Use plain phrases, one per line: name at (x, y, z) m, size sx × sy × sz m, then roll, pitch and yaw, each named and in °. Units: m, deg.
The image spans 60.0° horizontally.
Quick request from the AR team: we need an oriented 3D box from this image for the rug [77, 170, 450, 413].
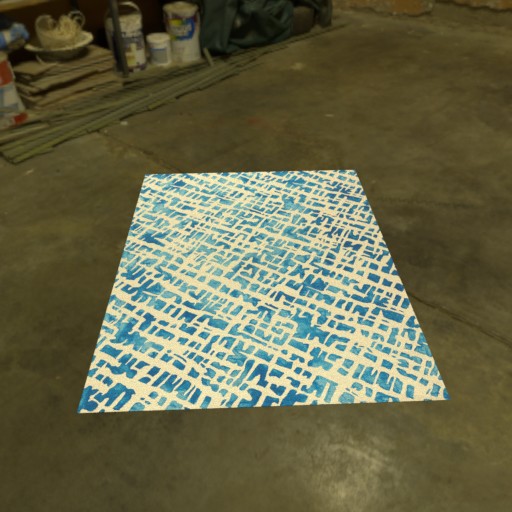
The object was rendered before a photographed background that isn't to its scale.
rug at (0.000, 0.000, 4.008) m, size 2.435 × 0.007 × 3.007 m, roll -1°, pitch 40°, yaw -2°
